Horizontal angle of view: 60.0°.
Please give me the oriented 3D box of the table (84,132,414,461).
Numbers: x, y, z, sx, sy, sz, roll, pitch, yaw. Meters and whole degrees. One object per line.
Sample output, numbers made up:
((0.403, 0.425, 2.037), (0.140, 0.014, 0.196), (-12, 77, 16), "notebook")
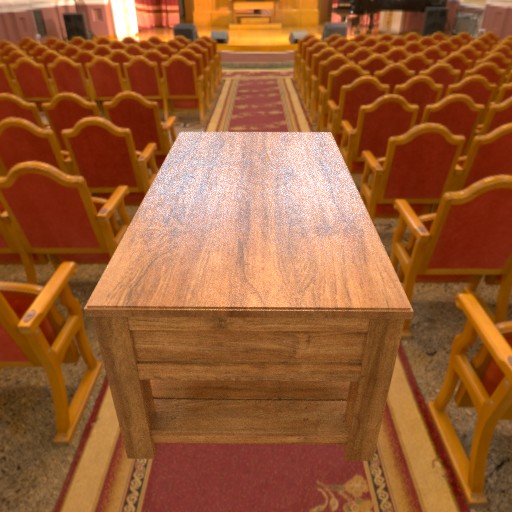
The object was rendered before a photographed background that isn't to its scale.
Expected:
((0.000, 0.000, 1.443), (0.635, 0.480, 1.150), (0, 32, 1), "table")
